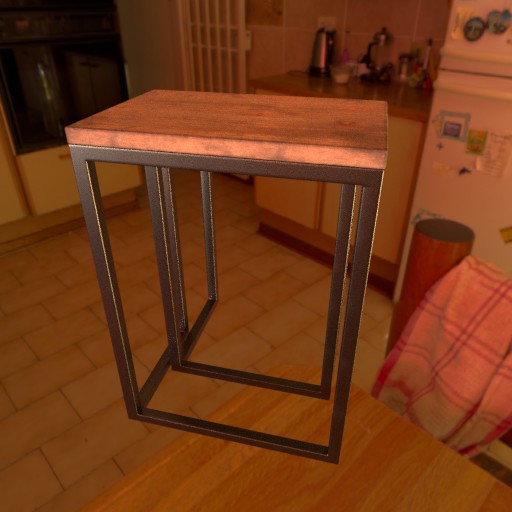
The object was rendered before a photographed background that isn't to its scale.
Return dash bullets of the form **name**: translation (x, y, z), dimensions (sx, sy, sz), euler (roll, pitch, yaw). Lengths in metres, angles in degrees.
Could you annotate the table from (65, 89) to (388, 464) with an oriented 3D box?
- **table**: translation (0.000, 0.000, 0.922), dimensions (0.456, 0.615, 0.460), euler (9, 32, 14)
